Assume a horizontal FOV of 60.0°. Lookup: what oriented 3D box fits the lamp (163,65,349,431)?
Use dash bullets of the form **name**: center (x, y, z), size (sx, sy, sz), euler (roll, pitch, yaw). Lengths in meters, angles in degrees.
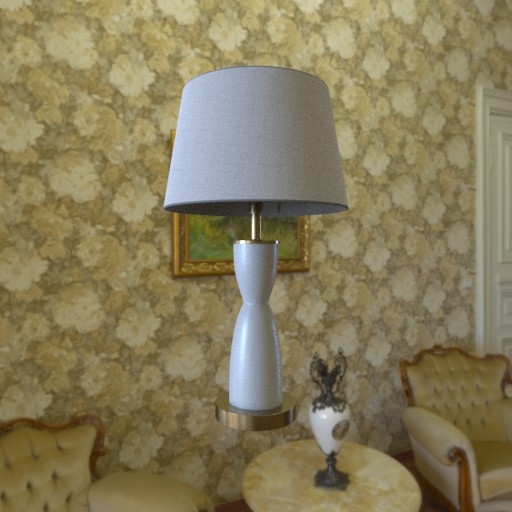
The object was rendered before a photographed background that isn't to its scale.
- **lamp**: center (0.000, 0.000, 0.756), size (0.309, 0.545, 0.309), euler (0, 1, 0)
